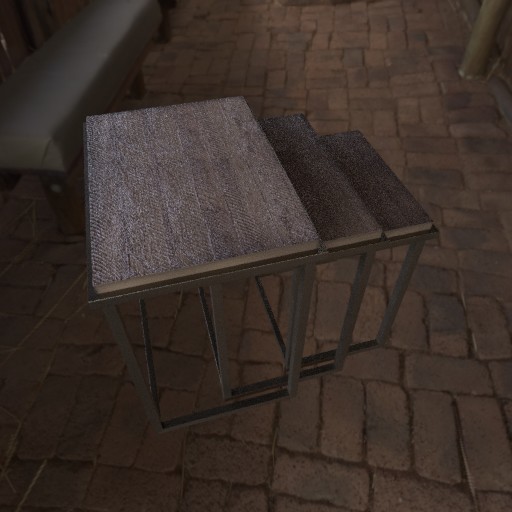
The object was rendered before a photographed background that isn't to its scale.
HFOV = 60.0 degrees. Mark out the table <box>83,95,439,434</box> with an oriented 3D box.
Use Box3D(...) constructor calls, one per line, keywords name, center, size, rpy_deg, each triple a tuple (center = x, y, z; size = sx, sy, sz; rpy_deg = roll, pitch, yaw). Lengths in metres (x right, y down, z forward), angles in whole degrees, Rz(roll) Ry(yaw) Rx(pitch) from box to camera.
Box3D(name="table", center=(0.000, 0.000, 1.154), size=(0.706, 0.610, 0.559), rpy_deg=(-12, 48, -11))
